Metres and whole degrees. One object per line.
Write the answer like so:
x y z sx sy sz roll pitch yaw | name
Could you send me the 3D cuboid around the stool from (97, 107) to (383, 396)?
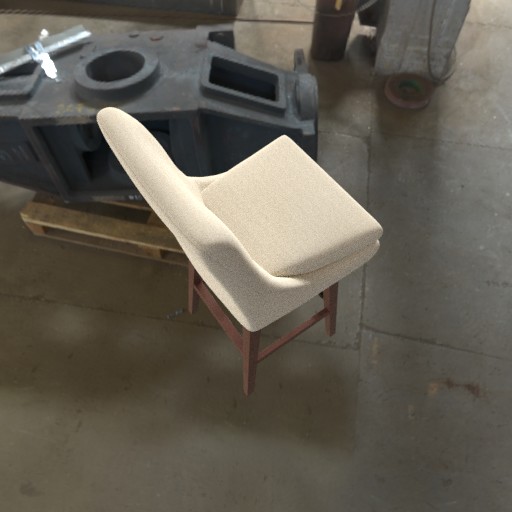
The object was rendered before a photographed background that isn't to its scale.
0.000 0.000 1.379 0.559 1.093 0.483 -31 63 -18 | stool
